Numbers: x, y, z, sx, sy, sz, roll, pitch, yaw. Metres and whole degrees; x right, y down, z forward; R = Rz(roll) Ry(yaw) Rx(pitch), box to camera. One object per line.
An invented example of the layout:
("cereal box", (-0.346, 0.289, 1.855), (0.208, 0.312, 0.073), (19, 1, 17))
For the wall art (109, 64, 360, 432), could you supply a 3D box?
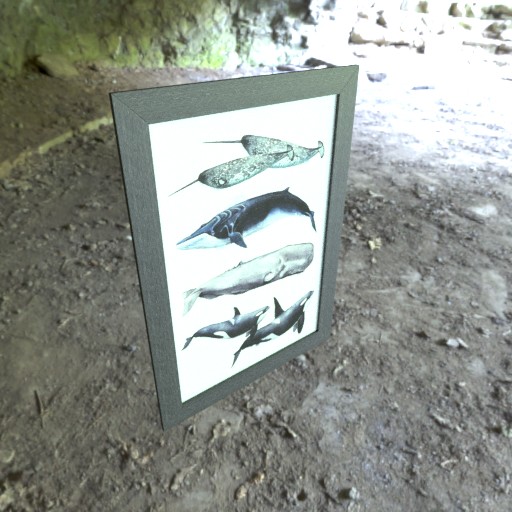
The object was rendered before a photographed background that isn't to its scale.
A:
("wall art", (0.000, 0.000, 1.470), (0.810, 1.116, 0.016), (-21, 36, -32))
